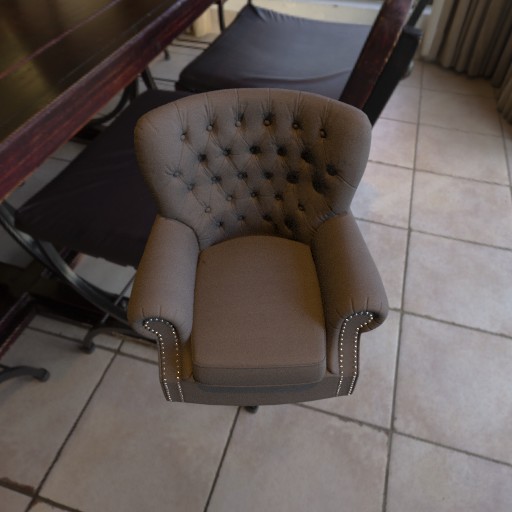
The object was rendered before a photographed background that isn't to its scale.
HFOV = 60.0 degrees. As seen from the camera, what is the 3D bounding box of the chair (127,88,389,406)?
[{"bbox_3d":[0.000,0.000,1.865,0.983,1.046,0.983,-2,47,-1],"label":"chair"}]
